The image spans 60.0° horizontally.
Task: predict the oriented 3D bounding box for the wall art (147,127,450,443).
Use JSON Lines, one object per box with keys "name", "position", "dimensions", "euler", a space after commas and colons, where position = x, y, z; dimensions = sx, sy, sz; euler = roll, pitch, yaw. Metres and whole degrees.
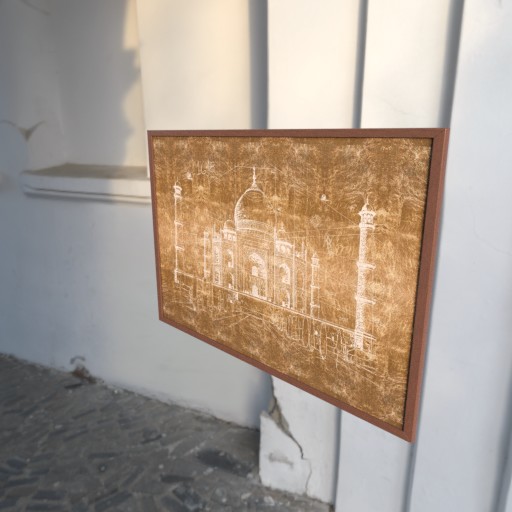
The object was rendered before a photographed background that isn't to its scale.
{"name": "wall art", "position": [0.000, 0.000, 0.828], "dimensions": [0.660, 0.455, 0.014], "euler": [14, 21, 42]}
